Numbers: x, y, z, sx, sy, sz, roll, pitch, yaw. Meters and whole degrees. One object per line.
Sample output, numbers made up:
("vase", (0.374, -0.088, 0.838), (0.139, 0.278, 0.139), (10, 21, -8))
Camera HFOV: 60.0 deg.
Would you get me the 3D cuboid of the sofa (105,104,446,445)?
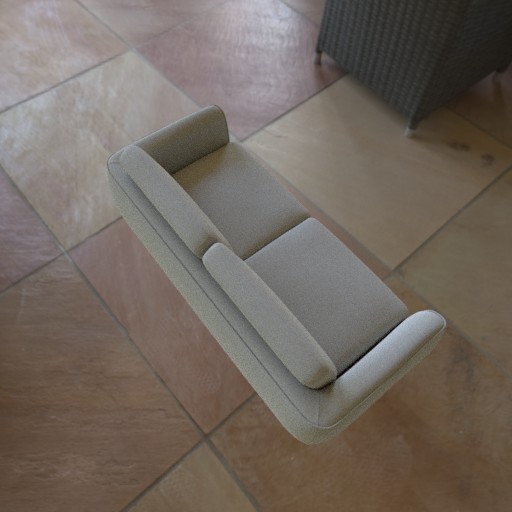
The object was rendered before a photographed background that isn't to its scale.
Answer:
("sofa", (0.000, 0.000, 2.556), (0.920, 0.850, 2.000), (-34, 65, -18))
